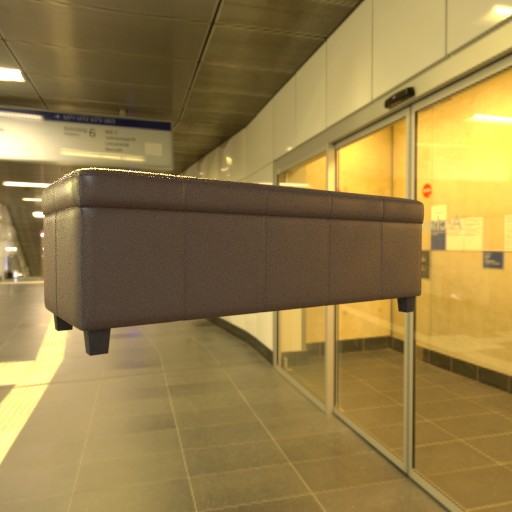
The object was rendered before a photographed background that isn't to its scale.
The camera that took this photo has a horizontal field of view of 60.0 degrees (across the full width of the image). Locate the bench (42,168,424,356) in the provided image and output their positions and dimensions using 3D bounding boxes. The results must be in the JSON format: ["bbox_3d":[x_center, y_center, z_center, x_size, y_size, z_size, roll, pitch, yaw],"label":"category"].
[{"bbox_3d":[0.000,0.000,1.446,1.219,0.417,0.450,-1,2,-35],"label":"bench"}]
